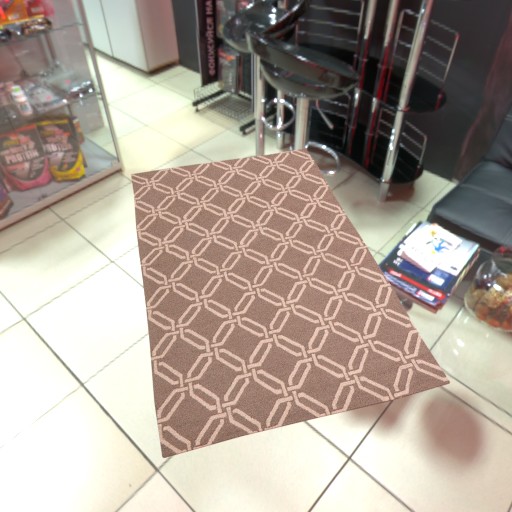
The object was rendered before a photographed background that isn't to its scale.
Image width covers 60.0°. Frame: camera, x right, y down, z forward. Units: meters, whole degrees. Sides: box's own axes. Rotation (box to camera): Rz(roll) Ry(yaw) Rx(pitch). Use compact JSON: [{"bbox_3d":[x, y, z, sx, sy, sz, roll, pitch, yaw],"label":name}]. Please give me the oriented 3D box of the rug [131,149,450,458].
[{"bbox_3d":[0.000,0.000,2.229,1.142,0.010,1.748,-11,47,-10],"label":"rug"}]
